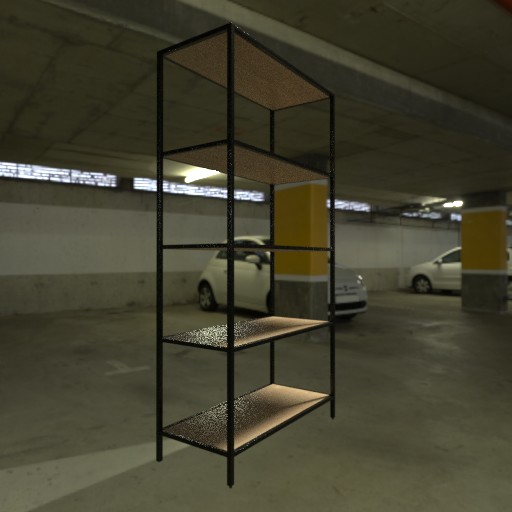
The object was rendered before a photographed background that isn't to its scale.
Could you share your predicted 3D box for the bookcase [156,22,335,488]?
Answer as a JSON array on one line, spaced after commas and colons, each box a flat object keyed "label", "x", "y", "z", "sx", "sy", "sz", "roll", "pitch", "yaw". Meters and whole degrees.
[{"label": "bookcase", "x": 0.000, "y": 0.000, "z": 1.835, "sx": 0.350, "sy": 1.500, "sz": 0.770, "roll": 0, "pitch": -1, "yaw": 35}]
